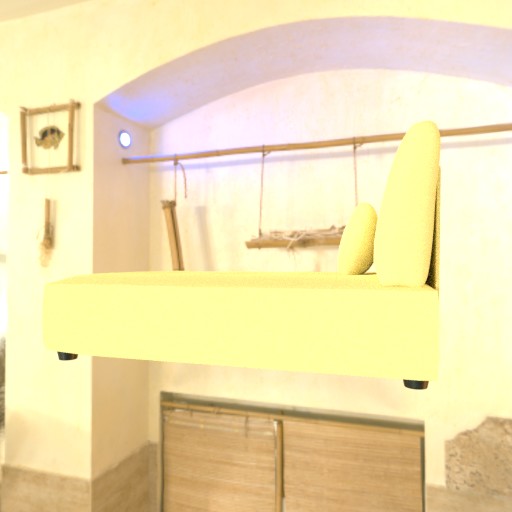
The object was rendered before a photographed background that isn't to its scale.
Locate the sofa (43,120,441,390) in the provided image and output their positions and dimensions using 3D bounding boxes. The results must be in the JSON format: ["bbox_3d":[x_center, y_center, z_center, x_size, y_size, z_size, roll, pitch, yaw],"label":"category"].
[{"bbox_3d":[0.000,0.000,1.954,1.450,0.820,0.930,0,-1,18],"label":"sofa"}]
